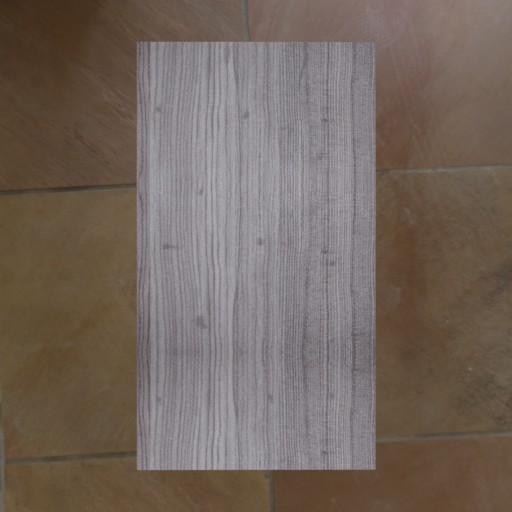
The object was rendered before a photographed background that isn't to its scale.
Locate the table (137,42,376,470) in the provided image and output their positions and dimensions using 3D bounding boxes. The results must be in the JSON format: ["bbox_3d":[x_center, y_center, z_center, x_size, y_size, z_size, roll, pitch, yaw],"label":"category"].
[{"bbox_3d":[0.000,0.000,2.003,0.881,0.736,1.579,0,90,0],"label":"table"}]
